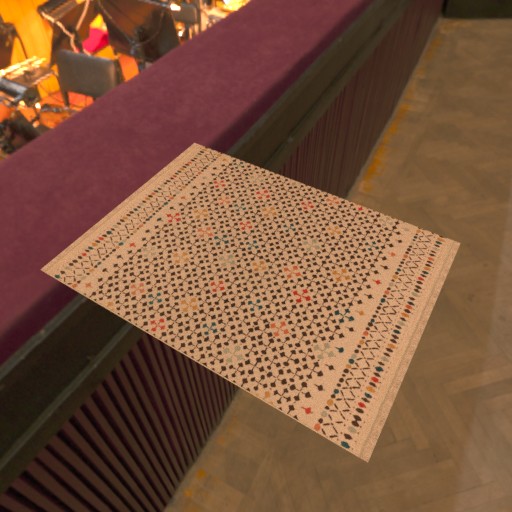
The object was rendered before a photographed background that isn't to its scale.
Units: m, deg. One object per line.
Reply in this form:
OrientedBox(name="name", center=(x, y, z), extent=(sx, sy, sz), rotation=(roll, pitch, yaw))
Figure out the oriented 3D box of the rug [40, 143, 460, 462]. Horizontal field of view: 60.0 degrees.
OrientedBox(name="rug", center=(0.000, 0.000, 2.033), extent=(1.556, 0.006, 1.146), rotation=(25, 53, 20))
